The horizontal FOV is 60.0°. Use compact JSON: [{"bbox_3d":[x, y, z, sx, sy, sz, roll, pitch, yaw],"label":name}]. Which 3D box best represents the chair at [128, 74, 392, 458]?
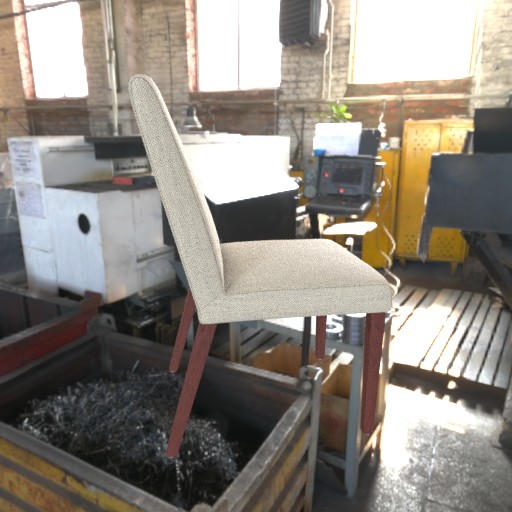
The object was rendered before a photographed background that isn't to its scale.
[{"bbox_3d":[0.000,0.000,1.225,0.594,0.900,0.480,-3,16,-9],"label":"chair"}]
